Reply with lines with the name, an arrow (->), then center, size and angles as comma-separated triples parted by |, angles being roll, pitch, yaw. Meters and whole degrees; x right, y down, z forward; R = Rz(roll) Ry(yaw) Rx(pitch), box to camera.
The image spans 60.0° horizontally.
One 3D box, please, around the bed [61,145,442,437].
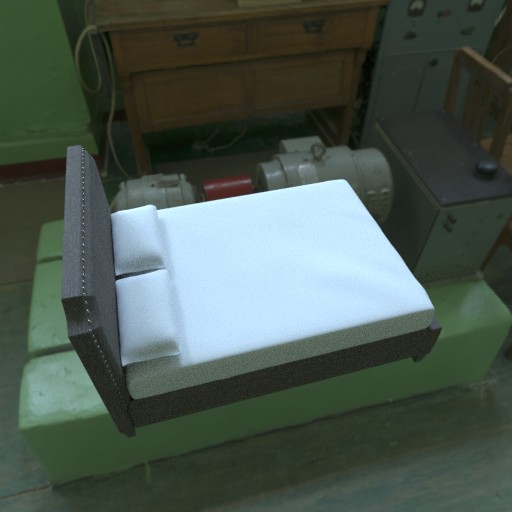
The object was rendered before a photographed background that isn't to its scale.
bed -> 0.000, 0.000, 3.388 | 2.381, 1.457, 1.713 | -11, 47, -11
